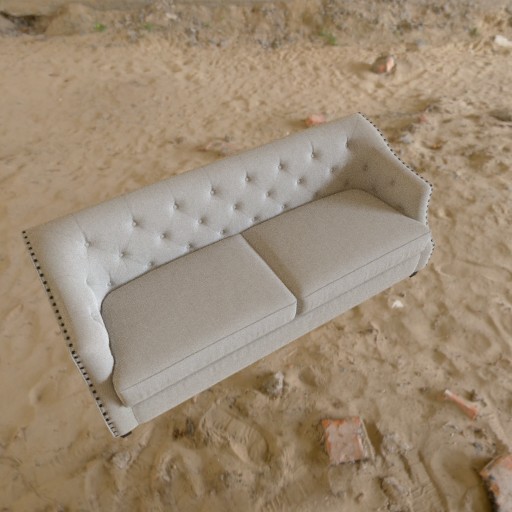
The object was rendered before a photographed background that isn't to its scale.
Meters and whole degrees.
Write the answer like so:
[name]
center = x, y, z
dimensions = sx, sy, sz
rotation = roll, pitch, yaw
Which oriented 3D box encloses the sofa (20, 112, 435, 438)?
[sofa]
center = 0.000, 0.000, 2.652
dimensions = 2.235, 0.901, 0.914
rotation = -25, 52, -21
